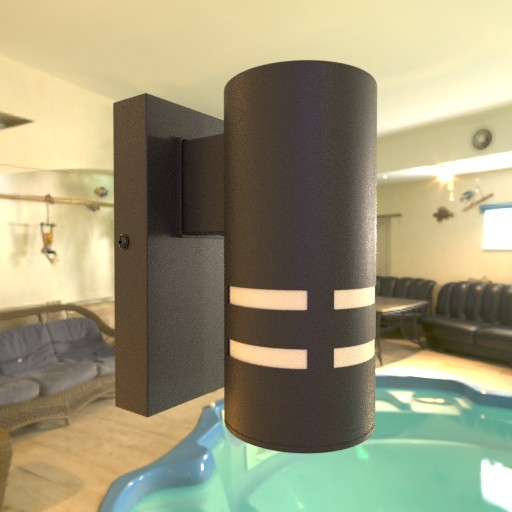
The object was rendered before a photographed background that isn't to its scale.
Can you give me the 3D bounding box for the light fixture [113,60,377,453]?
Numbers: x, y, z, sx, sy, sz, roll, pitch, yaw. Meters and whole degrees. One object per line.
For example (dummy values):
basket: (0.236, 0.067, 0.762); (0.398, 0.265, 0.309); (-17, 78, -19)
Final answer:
light fixture: (0.000, 0.000, 0.256); (0.138, 0.179, 0.098); (1, 2, 36)
